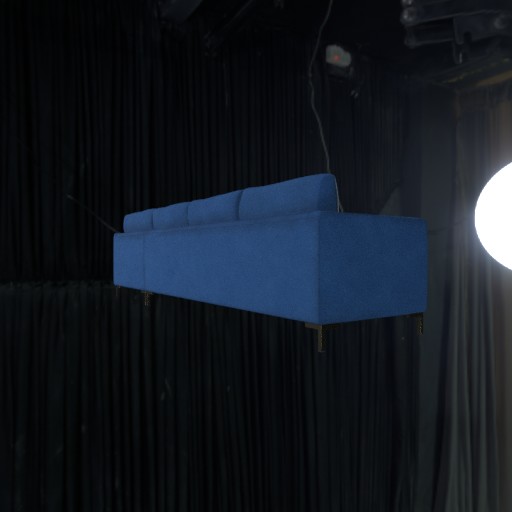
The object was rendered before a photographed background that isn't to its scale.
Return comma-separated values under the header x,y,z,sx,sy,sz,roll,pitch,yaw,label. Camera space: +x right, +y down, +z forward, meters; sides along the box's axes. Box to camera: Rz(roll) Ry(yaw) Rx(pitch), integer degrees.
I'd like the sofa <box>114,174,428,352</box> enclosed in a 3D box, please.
x,y,z,sx,sy,sz,roll,pitch,yaw,label
0.000,0.000,3.464,1.350,0.810,2.932,0,1,-35,sofa
